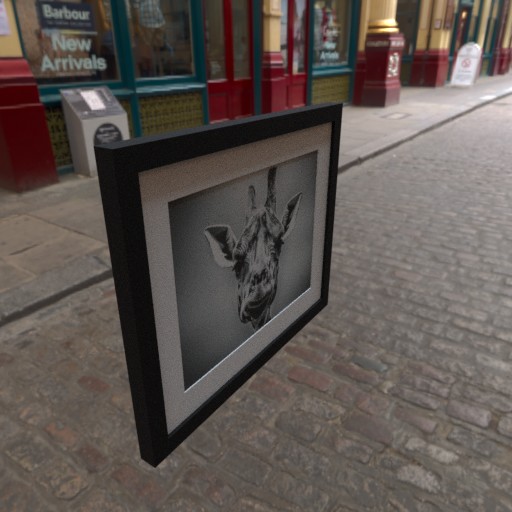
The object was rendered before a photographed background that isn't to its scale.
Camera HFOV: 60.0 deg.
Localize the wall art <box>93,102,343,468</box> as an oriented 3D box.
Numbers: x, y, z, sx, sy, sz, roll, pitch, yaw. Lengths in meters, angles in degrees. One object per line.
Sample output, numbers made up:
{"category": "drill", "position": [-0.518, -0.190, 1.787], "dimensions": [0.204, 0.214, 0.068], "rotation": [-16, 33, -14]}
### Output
{"category": "wall art", "position": [0.000, 0.000, 0.763], "dimensions": [0.031, 0.457, 0.558], "rotation": [16, 29, 31]}
